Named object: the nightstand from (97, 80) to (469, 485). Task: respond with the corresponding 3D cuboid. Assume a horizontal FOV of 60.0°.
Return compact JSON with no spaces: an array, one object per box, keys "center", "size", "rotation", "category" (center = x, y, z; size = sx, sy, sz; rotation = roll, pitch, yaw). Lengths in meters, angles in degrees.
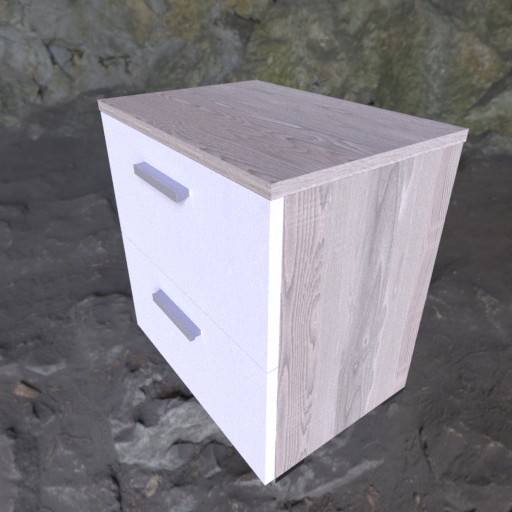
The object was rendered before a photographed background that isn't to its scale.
[{"center":[0.000,0.000,0.733],"size":[0.325,0.461,0.442],"rotation":[-21,36,-31],"category":"nightstand"}]
